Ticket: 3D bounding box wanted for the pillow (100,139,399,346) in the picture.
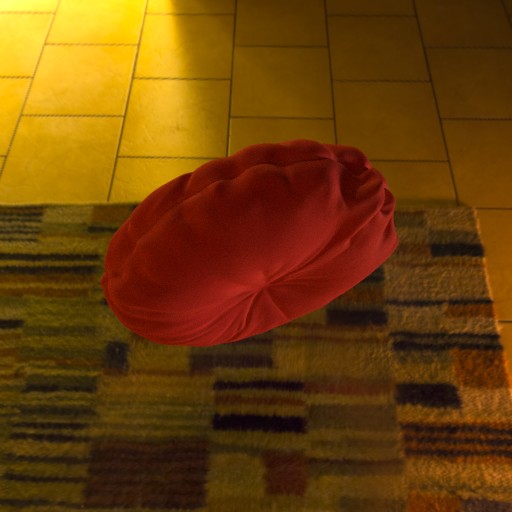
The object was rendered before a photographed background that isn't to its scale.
[{"bbox_3d":[0.000,0.000,0.638,0.428,0.407,0.148,-17,65,-8],"label":"pillow"}]
